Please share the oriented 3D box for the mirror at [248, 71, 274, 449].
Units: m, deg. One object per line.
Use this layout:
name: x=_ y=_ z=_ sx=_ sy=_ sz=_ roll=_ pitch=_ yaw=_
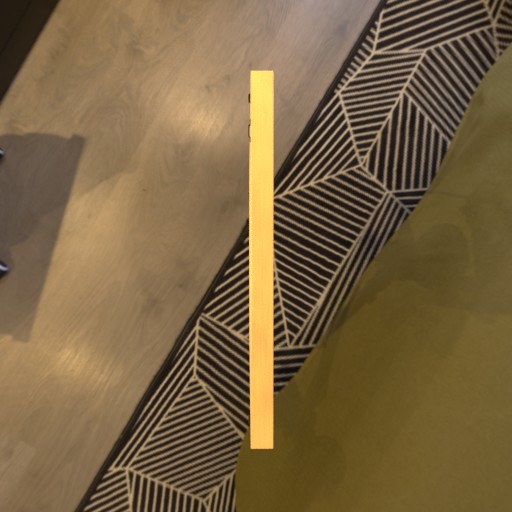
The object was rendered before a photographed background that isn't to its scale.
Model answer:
mirror: x=0.000 y=0.000 z=1.171 sx=0.041 sy=0.915 sz=0.609 roll=0 pitch=91 yaw=-1
